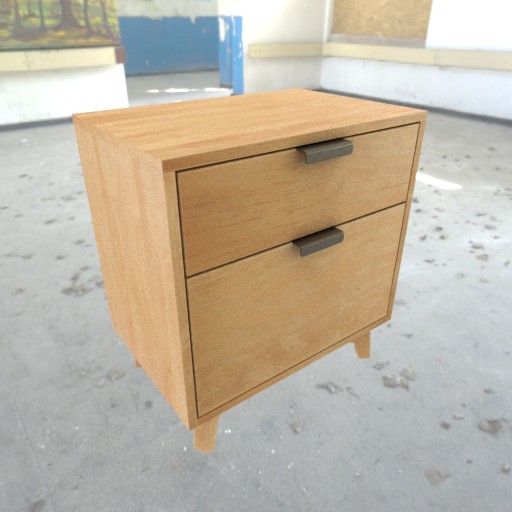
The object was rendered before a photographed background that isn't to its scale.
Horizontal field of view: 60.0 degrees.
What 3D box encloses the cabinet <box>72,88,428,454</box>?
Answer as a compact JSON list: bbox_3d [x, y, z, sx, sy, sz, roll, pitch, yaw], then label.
[{"bbox_3d":[0.000,0.000,0.961,0.551,0.599,0.394,-19,34,-32],"label":"cabinet"}]
